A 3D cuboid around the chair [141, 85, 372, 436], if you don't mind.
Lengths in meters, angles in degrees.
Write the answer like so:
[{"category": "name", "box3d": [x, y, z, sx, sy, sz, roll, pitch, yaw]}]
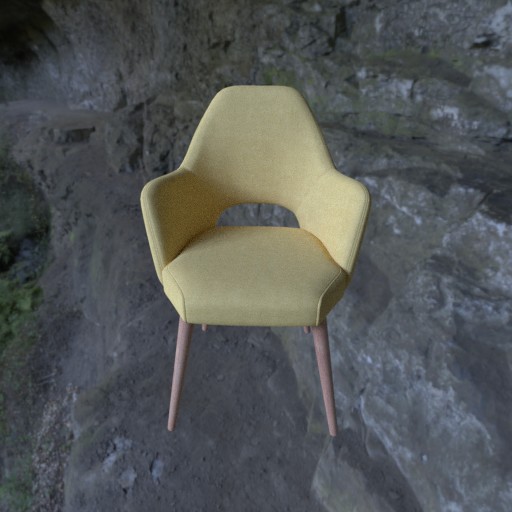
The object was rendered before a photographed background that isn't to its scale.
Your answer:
[{"category": "chair", "box3d": [0.000, 0.000, 1.280, 0.590, 0.840, 0.610, 1, 30, 2]}]
